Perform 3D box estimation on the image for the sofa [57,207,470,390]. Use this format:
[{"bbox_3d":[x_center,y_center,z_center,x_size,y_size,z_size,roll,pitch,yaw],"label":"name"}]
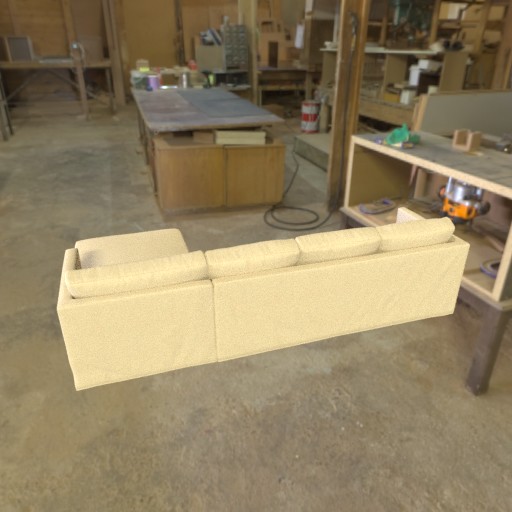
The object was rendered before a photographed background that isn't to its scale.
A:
[{"bbox_3d":[0.000,0.000,4.001,3.206,0.871,1.622,-8,28,-16],"label":"sofa"}]
